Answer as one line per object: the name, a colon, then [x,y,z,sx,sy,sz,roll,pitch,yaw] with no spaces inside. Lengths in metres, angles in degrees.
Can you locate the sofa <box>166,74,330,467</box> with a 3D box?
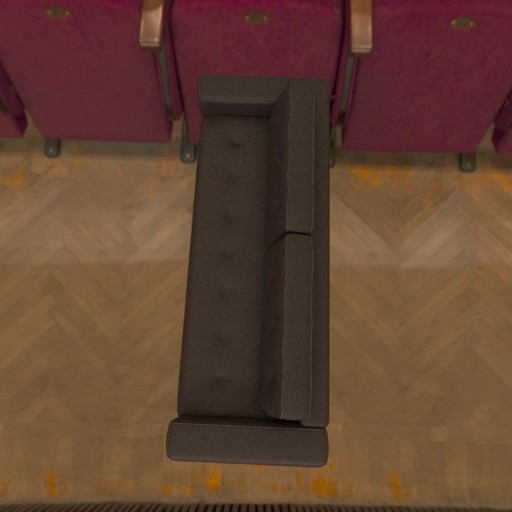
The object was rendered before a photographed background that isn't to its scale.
sofa: [0.000,0.000,2.676,0.833,0.893,2.275,2,75,1]
